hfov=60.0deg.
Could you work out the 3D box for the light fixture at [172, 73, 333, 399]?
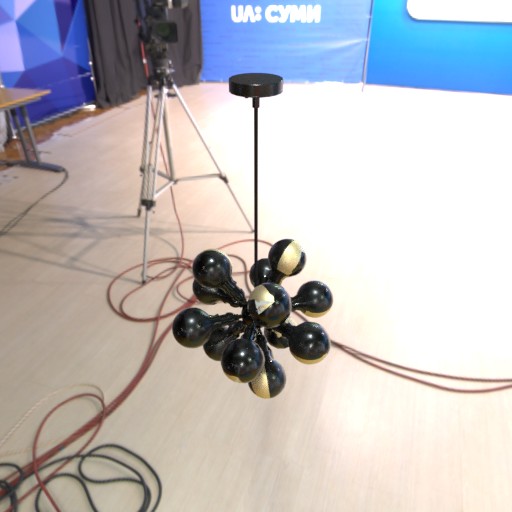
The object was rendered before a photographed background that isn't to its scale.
[{"bbox_3d":[0.000,0.000,1.130,0.468,0.859,0.420,-11,35,-16],"label":"light fixture"}]
